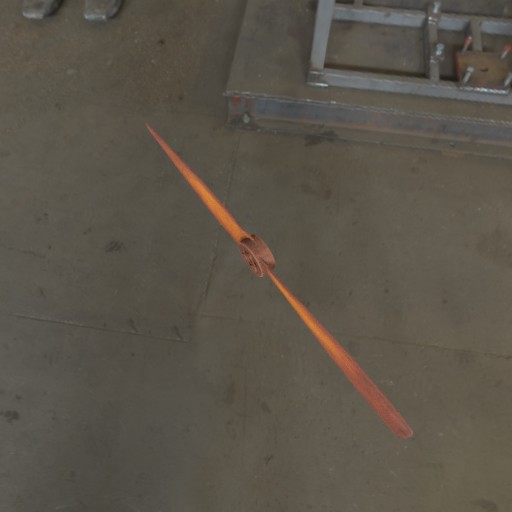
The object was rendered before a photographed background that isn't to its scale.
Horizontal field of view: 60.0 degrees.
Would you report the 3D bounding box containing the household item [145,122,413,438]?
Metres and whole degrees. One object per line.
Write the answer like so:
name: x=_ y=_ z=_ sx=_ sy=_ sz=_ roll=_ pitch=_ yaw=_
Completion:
household item: x=0.000 y=0.000 z=1.244 sx=0.051 sy=0.121 sz=1.181 roll=-34 pitch=68 yaw=-16
